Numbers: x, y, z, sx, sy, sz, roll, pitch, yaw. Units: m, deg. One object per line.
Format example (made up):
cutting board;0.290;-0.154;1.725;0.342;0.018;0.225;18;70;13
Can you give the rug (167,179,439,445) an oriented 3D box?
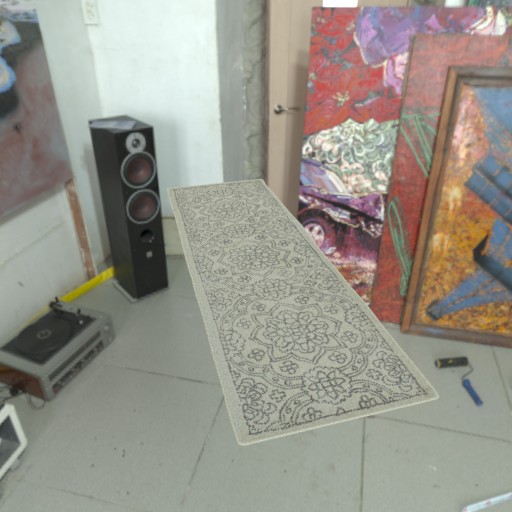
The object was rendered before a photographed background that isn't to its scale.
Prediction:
rug;0.000;0.000;2.600;0.806;0.006;2.431;-8;31;-13
